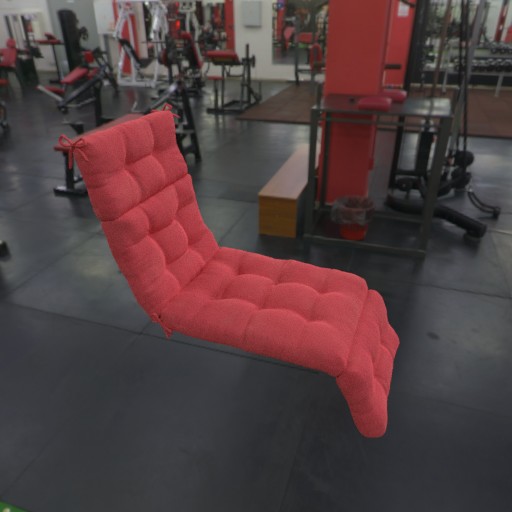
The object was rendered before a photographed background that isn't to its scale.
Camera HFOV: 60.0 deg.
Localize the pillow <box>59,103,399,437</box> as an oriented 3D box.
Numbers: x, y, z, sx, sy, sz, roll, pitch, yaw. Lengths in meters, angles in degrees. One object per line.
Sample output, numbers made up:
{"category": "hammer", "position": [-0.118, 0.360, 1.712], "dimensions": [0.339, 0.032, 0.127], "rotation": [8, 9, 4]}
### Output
{"category": "pillow", "position": [0.000, 0.000, 1.497], "dimensions": [1.016, 0.863, 0.526], "rotation": [10, 31, 18]}
